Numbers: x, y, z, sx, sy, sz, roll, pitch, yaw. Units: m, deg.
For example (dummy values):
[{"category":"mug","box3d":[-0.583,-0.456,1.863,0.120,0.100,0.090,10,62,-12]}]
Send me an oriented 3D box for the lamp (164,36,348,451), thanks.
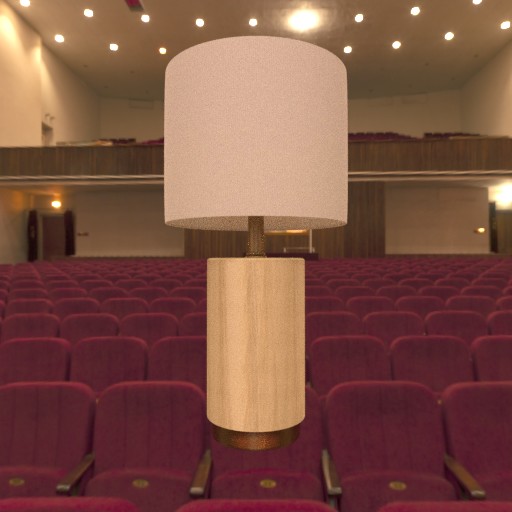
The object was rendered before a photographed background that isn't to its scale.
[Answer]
[{"category":"lamp","box3d":[0.000,0.000,0.560,0.228,0.444,0.228,0,-1,2]}]
